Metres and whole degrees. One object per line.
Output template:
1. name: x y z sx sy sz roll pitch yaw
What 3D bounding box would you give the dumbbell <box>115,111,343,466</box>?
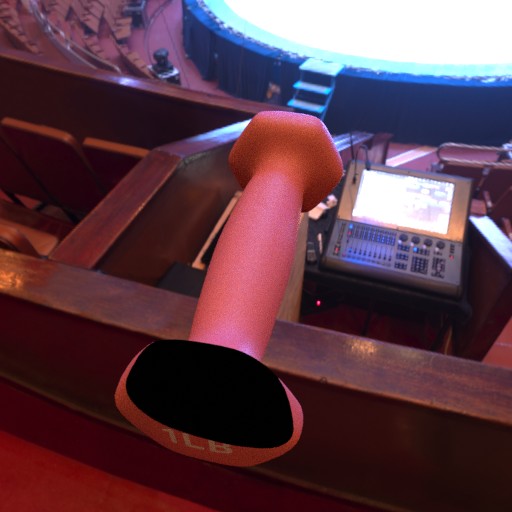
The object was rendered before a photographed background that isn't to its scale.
1. dumbbell: 0.000 0.000 0.144 0.047 0.043 0.123 9 47 9
